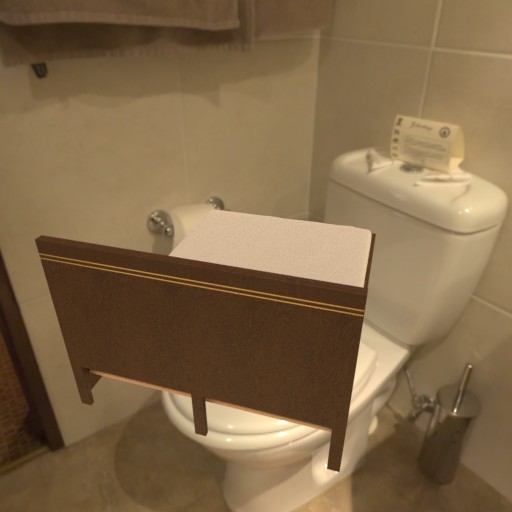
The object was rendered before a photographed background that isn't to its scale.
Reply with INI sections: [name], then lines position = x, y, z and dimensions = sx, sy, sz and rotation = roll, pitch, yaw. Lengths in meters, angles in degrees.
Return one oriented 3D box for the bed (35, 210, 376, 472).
[bed]
position = 0.000, 0.000, 3.200
dimensions = 1.613, 1.169, 2.221
rotation = 9, 32, 14
